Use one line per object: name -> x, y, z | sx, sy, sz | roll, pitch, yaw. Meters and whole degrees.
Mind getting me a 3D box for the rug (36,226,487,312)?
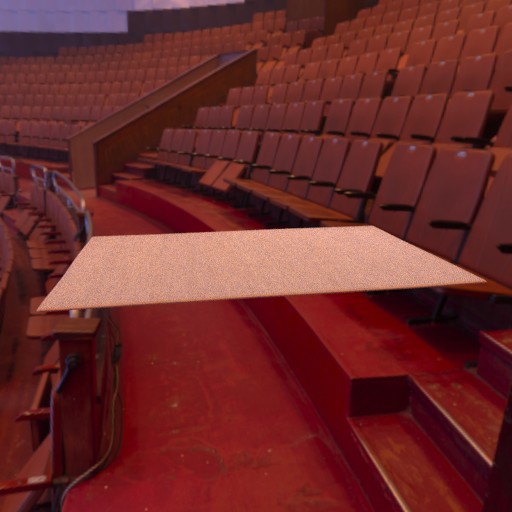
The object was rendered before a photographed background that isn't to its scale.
rug -> 0.000, 0.000, 2.115 | 1.678, 0.013, 1.078 | -3, 16, -10
